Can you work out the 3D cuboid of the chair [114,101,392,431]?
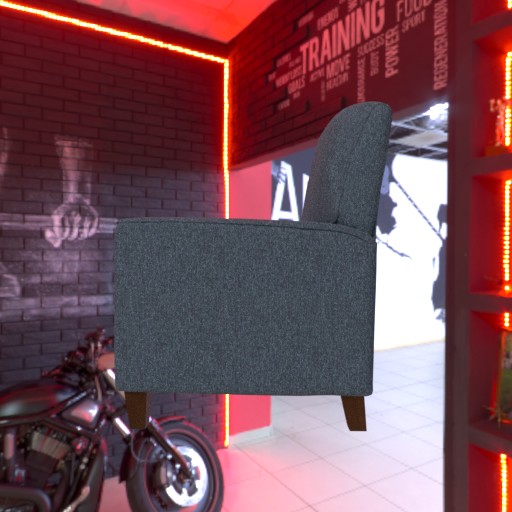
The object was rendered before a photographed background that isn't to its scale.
[{"bbox_3d":[0.000,0.000,1.663,0.850,1.016,0.839,0,0,1],"label":"chair"}]
